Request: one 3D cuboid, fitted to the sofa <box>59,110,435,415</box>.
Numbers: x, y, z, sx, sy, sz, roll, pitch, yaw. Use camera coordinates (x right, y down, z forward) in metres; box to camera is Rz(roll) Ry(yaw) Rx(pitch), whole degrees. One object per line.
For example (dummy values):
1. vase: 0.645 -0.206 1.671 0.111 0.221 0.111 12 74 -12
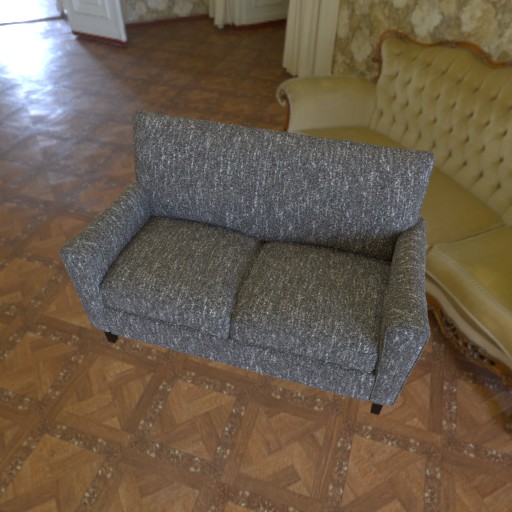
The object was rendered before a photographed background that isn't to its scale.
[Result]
1. sofa: 0.000 0.000 2.091 1.519 0.946 0.801 12 44 12
